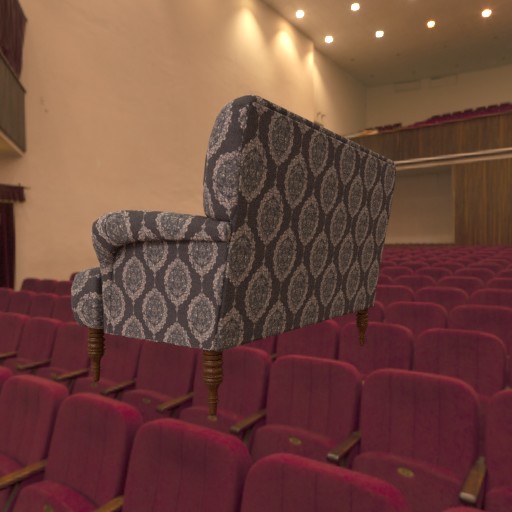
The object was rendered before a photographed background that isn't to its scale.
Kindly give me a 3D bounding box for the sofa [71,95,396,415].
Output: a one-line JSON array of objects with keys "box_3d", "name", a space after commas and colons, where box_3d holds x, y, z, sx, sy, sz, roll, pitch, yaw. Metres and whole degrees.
[{"box_3d": [0.000, 0.000, 1.809, 0.779, 0.867, 1.297, 1, 1, 36], "name": "sofa"}]
